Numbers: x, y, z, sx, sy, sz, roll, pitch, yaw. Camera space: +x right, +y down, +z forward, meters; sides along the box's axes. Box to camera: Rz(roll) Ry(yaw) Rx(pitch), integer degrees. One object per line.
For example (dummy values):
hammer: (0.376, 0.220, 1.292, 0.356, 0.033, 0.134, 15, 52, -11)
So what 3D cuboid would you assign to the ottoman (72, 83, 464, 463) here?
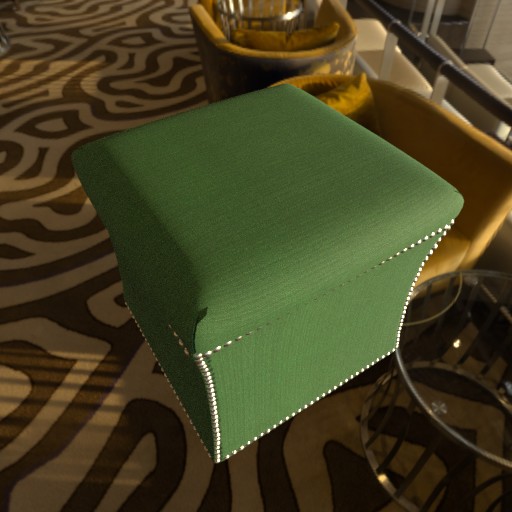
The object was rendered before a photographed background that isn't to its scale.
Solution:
ottoman: (0.000, 0.000, 0.887, 0.507, 0.475, 0.497, -25, 51, -22)
